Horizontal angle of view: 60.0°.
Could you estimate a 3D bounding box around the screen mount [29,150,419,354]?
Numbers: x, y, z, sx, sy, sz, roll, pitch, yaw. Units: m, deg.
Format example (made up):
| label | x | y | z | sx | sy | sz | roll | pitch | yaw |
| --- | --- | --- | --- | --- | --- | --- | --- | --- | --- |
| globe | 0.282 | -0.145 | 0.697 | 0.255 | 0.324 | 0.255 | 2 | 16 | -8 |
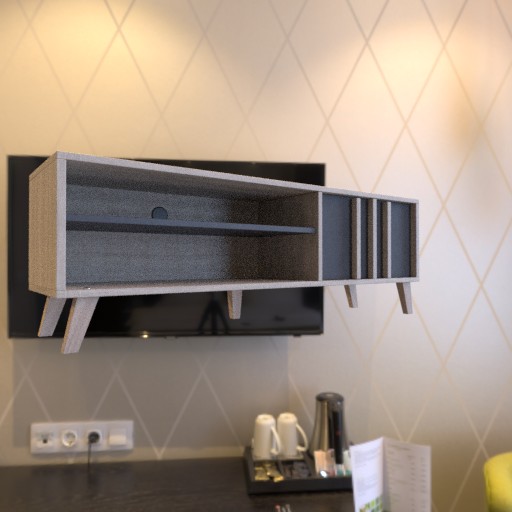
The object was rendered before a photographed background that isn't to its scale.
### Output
| label | x | y | z | sx | sy | sz | roll | pitch | yaw |
| --- | --- | --- | --- | --- | --- | --- | --- | --- | --- |
| screen mount | 0.000 | 0.000 | 1.691 | 1.500 | 0.509 | 0.401 | 0 | -1 | -36 |
